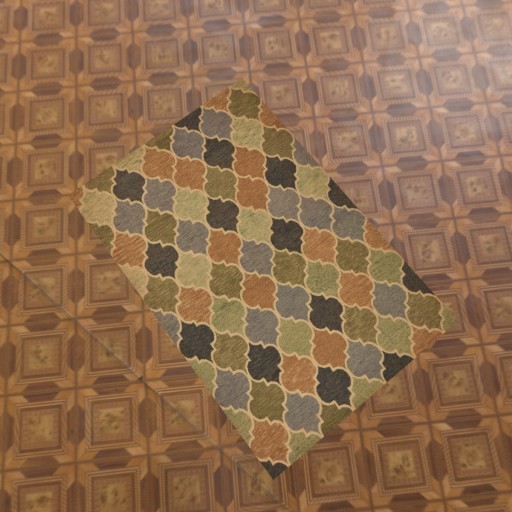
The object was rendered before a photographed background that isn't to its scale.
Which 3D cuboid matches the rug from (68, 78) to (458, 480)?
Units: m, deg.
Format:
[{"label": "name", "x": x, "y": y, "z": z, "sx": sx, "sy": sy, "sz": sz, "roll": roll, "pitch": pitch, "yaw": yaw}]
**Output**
[{"label": "rug", "x": 0.000, "y": 0.000, "z": 2.964, "sx": 1.521, "sy": 0.006, "sz": 2.284, "roll": -37, "pitch": 79, "yaw": -9}]
